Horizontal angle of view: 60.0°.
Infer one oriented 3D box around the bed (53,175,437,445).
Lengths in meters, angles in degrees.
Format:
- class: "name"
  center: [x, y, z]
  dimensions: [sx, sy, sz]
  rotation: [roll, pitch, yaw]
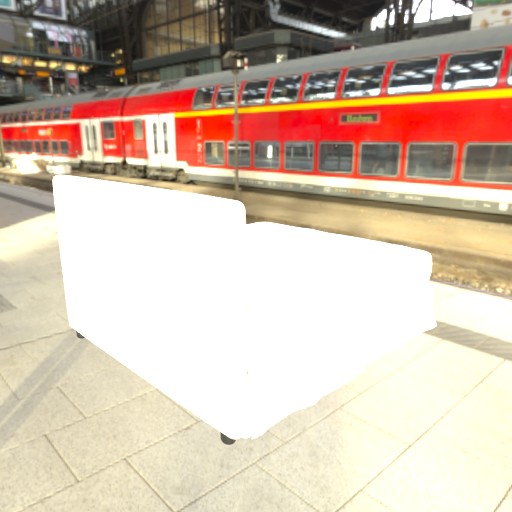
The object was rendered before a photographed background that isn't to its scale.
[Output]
- class: "bed"
  center: [0.000, 0.000, 3.579]
  dimensions: [2.341, 1.317, 2.119]
  rotation: [-14, 21, -43]
